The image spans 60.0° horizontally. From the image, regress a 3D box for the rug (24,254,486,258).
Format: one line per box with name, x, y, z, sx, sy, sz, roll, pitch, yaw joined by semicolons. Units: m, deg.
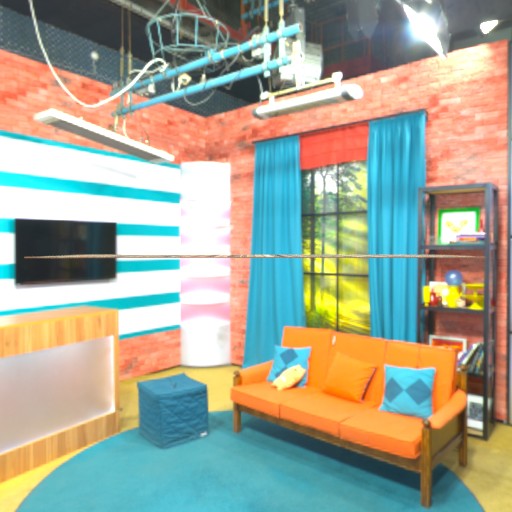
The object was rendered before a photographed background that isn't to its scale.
rug;0.000;0.000;2.728;2.444;0.010;0.799;0;1;-1
